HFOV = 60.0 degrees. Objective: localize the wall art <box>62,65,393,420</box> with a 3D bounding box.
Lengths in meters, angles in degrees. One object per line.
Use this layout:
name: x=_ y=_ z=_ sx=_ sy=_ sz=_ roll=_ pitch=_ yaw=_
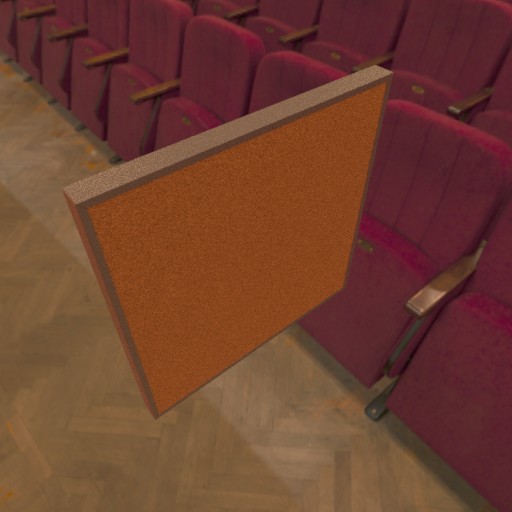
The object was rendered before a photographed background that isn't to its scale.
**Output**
wall art: x=0.000 y=0.000 z=0.520 sx=0.349 sy=0.349 sz=0.028 roll=-30 pitch=53 yaw=-26
